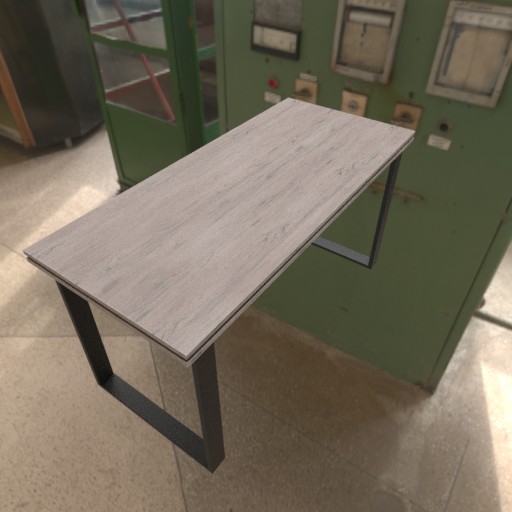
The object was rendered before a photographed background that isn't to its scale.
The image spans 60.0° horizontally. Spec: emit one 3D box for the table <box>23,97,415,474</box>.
[{"bbox_3d":[0.000,0.000,2.262,0.795,0.899,1.778,25,47,26],"label":"table"}]
